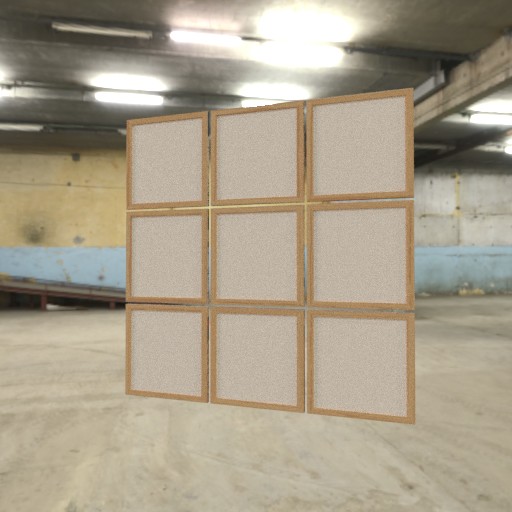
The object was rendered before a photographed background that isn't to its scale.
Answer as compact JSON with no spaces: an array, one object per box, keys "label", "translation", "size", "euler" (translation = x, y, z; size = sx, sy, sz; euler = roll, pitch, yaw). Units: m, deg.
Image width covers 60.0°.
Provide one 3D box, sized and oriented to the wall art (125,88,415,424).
[{"label":"wall art","translation":[0.000,0.000,1.344],"size":[0.904,0.913,0.013],"euler":[0,-1,18]}]
